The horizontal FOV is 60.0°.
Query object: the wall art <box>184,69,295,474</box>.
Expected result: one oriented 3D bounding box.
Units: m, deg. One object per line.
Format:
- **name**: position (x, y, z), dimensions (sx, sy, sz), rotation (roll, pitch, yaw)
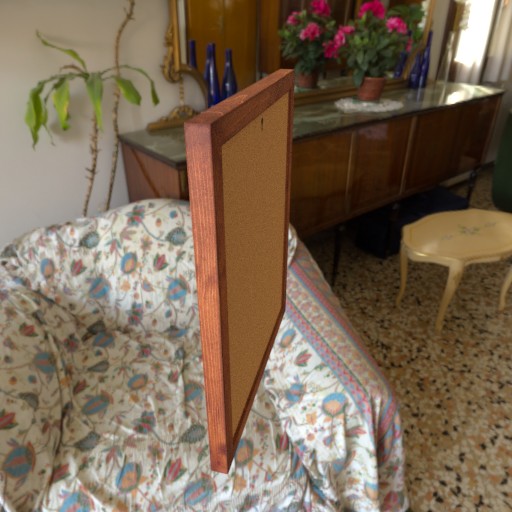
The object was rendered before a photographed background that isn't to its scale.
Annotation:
- **wall art**: position (0.000, 0.000, 0.778), dimensions (0.030, 0.558, 0.462), rotation (7, 30, 13)
